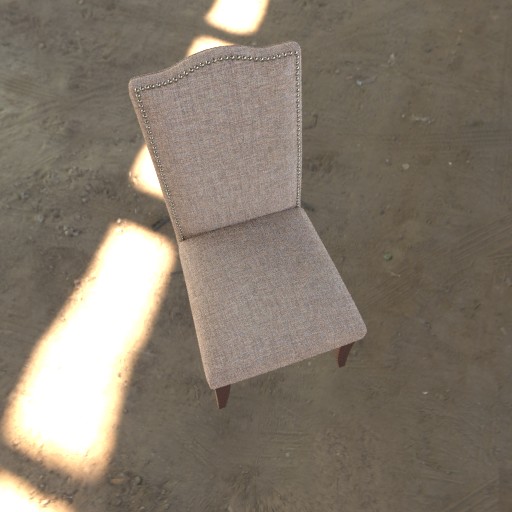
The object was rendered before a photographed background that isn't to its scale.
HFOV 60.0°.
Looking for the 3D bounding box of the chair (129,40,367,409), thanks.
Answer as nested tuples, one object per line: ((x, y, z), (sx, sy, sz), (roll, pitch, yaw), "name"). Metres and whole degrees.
((0.000, 0.000, 1.373), (0.513, 1.016, 0.660), (-17, 65, -8), "chair")
